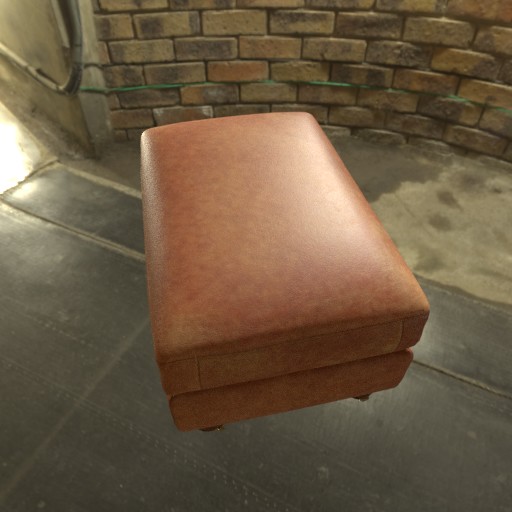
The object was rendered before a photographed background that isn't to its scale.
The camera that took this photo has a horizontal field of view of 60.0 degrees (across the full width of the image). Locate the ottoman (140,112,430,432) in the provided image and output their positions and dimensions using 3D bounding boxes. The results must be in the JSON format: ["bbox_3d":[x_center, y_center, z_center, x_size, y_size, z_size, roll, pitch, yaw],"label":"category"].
[{"bbox_3d":[0.000,0.000,1.229,0.565,0.507,0.852,-9,46,-9],"label":"ottoman"}]
